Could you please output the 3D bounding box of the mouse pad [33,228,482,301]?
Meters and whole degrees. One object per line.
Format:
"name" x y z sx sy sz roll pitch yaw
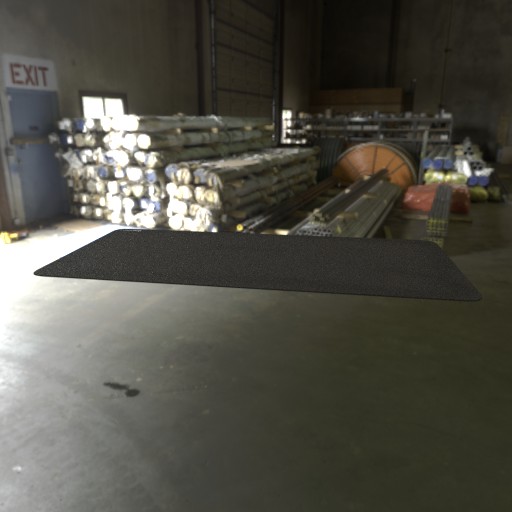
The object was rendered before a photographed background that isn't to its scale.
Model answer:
"mouse pad" 0.000 0.000 1.062 0.907 0.003 0.424 3 17 9
